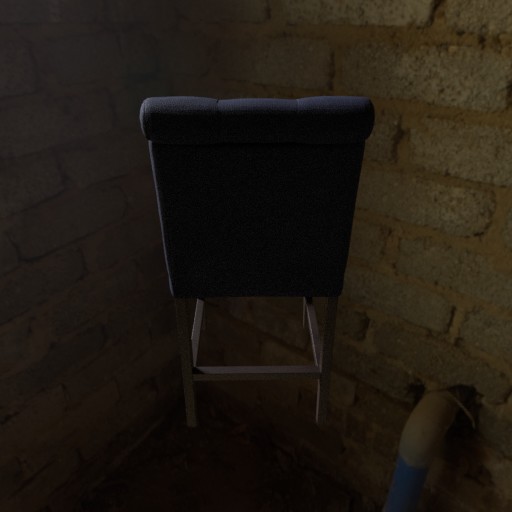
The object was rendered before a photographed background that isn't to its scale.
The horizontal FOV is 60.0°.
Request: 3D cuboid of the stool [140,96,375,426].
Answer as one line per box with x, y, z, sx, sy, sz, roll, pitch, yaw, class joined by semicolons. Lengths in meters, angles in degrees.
0.000;0.000;1.337;0.493;1.010;0.601;0;30;-1;stool
